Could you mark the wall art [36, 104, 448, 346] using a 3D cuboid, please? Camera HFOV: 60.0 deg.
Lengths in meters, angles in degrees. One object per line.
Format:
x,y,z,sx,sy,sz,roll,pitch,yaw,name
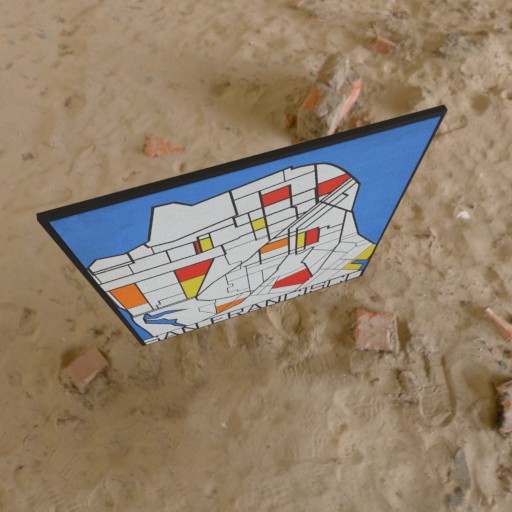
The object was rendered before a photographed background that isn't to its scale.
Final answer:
0.000,0.000,0.979,0.664,0.663,0.015,-17,64,-8,wall art
